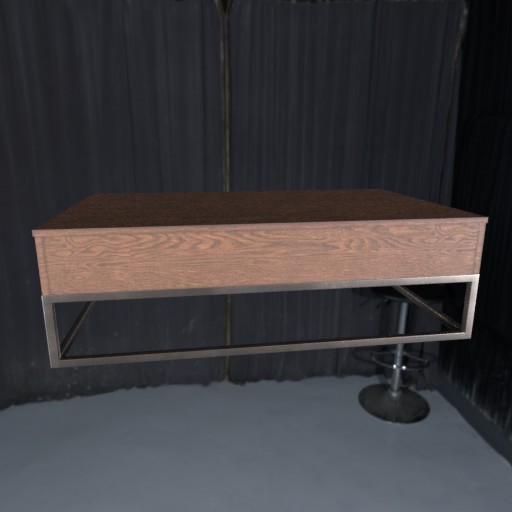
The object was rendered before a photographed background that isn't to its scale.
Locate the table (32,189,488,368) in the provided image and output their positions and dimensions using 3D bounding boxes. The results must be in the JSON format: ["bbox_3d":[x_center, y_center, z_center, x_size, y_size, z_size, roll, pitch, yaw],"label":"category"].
[{"bbox_3d":[0.000,0.000,1.508,1.167,0.361,0.719,-2,15,-8],"label":"table"}]
